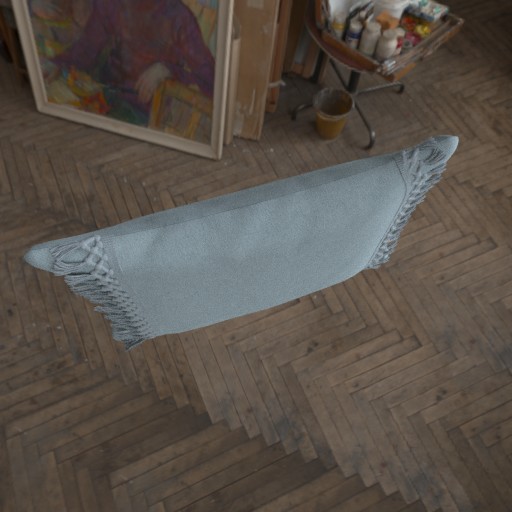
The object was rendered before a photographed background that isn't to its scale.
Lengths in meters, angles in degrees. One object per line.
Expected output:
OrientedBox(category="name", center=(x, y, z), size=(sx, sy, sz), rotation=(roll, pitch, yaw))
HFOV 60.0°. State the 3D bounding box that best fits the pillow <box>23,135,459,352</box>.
OrientedBox(category="pillow", center=(0.000, 0.000, 0.582), size=(0.466, 0.305, 0.084), rotation=(-16, 65, -8))
